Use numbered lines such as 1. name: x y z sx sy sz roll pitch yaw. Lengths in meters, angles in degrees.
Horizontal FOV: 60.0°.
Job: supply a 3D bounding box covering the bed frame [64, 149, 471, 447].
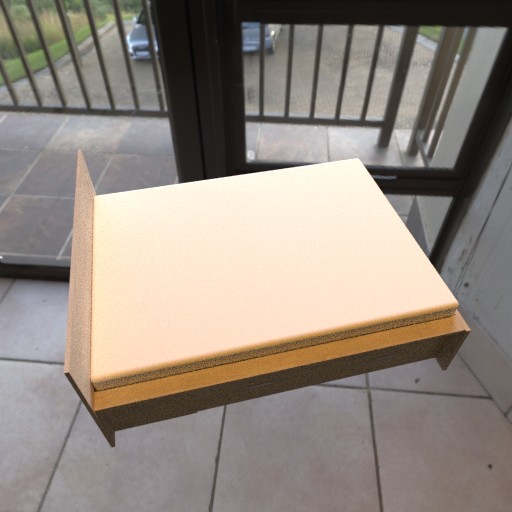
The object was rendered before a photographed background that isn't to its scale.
1. bed frame: 0.000 0.000 2.751 1.960 0.800 1.622 -10 48 -9
